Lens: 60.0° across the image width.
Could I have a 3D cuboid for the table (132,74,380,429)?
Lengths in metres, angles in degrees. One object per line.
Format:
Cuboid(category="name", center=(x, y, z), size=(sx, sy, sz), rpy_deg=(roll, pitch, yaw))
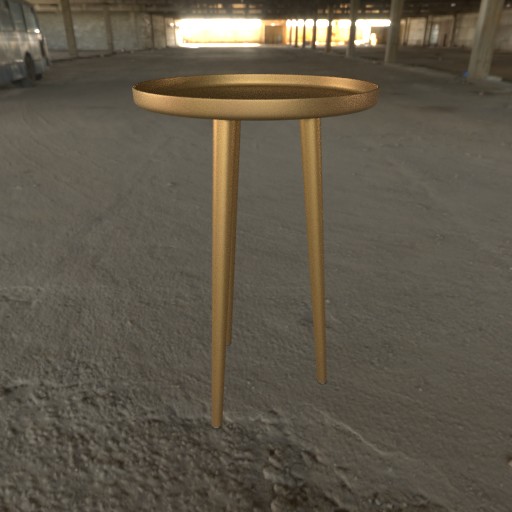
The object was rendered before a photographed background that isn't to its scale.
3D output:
Cuboid(category="table", center=(0.000, 0.000, 0.659), size=(0.299, 0.480, 0.299), rpy_deg=(-1, 27, -1))
